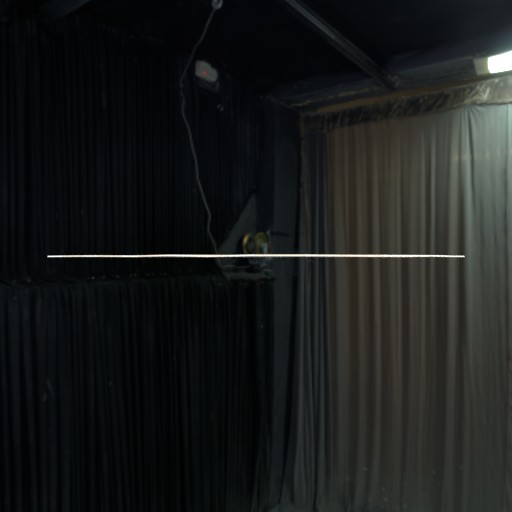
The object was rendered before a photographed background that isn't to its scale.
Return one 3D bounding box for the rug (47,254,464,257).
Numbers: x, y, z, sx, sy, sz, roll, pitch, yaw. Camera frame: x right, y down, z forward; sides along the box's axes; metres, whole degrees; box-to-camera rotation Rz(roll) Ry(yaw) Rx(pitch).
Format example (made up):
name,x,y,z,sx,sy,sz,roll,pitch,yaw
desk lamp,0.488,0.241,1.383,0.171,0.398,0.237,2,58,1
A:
name,x,y,z,sx,sy,sz,roll,pitch,yaw
rug,0.000,0.000,2.756,2.135,0.013,1.524,0,0,35
